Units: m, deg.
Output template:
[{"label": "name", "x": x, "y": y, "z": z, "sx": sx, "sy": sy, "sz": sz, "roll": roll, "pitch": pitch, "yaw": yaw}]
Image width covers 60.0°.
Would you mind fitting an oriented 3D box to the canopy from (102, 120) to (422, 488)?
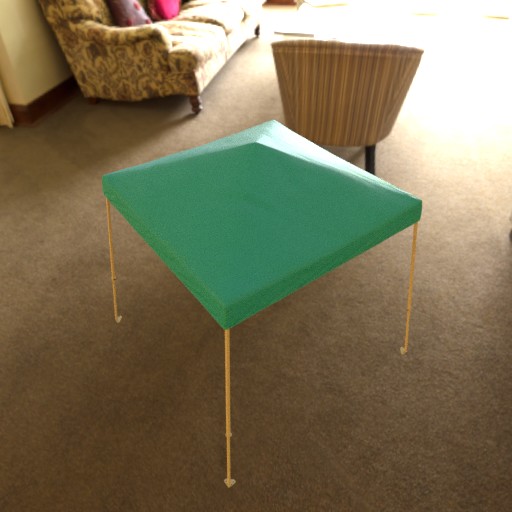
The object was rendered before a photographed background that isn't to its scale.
[{"label": "canopy", "x": 0.000, "y": 0.000, "z": 5.125, "sx": 2.849, "sy": 2.850, "sz": 2.850, "roll": -26, "pitch": 47, "yaw": -27}]
